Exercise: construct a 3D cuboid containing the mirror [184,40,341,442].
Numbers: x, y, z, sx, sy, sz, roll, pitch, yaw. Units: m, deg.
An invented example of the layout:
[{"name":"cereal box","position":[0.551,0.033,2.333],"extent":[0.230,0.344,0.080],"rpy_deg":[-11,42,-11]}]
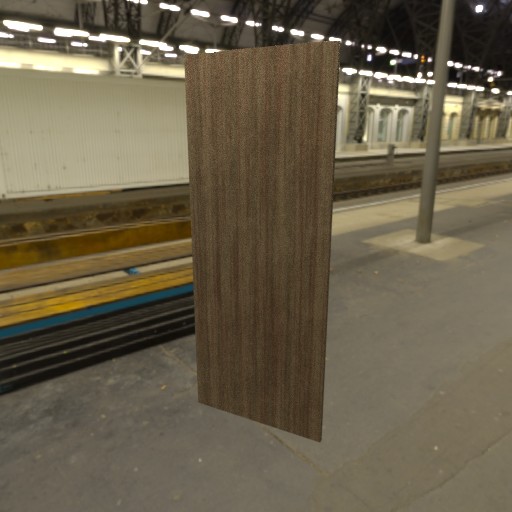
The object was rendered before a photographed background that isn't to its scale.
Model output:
[{"name":"mirror","position":[0.000,0.000,2.364],"extent":[0.812,2.032,0.025],"rpy_deg":[8,18,26]}]
